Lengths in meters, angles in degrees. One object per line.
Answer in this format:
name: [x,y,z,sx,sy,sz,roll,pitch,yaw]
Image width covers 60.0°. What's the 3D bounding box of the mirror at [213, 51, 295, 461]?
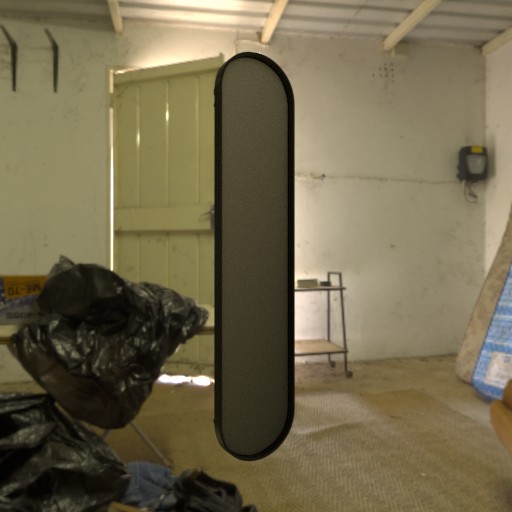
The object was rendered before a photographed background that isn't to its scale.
mirror: [0.000,0.000,1.092,0.222,0.991,0.032,0,0,-35]
